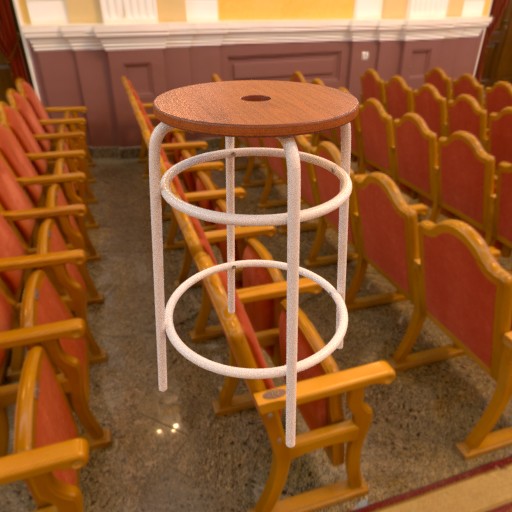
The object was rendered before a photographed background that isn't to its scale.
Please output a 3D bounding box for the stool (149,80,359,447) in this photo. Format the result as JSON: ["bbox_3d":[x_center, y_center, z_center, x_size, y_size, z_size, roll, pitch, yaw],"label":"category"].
[{"bbox_3d":[0.000,0.000,0.890,0.455,0.610,0.455,-10,33,-15],"label":"stool"}]
